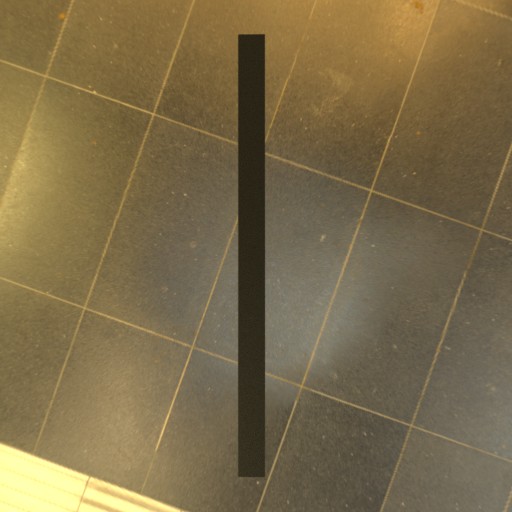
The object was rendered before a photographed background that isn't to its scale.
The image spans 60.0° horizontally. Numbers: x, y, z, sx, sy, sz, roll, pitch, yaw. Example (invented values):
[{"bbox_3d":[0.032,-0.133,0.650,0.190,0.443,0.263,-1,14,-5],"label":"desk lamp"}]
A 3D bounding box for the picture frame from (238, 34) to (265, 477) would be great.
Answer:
[{"bbox_3d":[0.000,0.000,0.739,0.028,0.556,0.460,0,90,1],"label":"picture frame"}]
